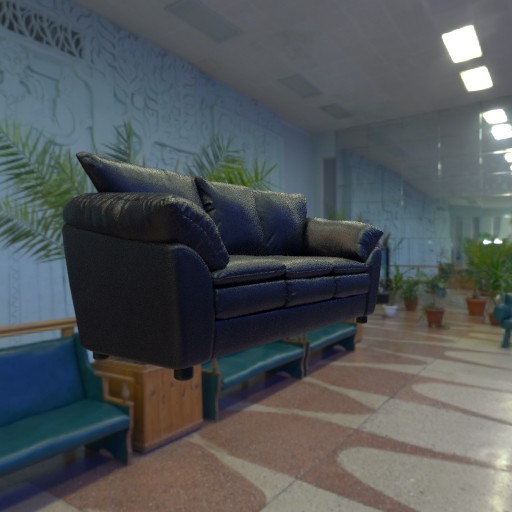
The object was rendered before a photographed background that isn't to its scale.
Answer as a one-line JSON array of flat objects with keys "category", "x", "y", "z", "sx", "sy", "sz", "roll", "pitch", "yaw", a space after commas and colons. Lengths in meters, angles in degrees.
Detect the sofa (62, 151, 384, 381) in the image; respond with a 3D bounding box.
[{"category": "sofa", "x": 0.000, "y": 0.000, "z": 2.911, "sx": 0.880, "sy": 1.073, "sz": 2.336, "roll": 0, "pitch": 1, "yaw": 37}]
